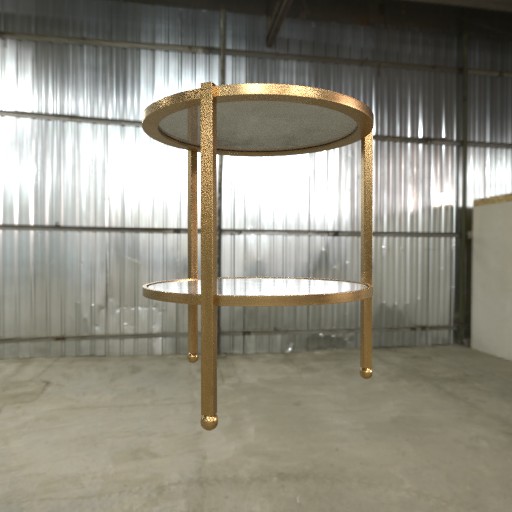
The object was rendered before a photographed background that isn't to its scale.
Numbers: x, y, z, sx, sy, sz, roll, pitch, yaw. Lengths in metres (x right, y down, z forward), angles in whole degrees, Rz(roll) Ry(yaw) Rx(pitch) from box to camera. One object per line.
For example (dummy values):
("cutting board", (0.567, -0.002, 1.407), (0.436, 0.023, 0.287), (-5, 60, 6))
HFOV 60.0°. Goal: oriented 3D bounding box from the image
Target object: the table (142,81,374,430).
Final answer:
("table", (0.000, 0.000, 0.453), (0.231, 0.269, 0.243), (0, 1, 19))
